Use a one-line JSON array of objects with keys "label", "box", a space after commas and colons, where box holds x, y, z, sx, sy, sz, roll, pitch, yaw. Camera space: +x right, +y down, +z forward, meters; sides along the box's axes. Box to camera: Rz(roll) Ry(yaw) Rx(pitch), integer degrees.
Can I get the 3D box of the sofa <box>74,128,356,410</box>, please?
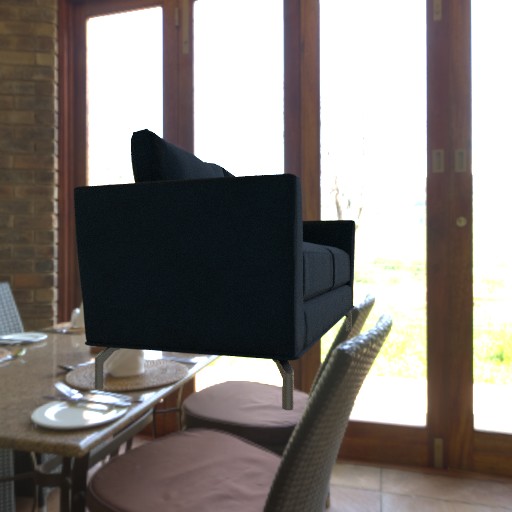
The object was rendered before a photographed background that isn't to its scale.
[{"label": "sofa", "box": [0.000, 0.000, 2.332, 0.853, 1.002, 1.770, 0, -1, 19]}]
